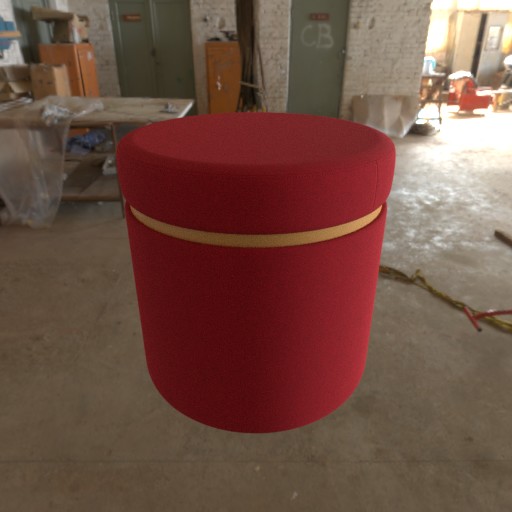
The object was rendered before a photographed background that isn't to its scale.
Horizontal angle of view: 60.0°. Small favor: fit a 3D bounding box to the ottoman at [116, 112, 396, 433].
[{"bbox_3d":[0.000,0.000,0.738,0.400,0.406,0.400,0,27,0],"label":"ottoman"}]
